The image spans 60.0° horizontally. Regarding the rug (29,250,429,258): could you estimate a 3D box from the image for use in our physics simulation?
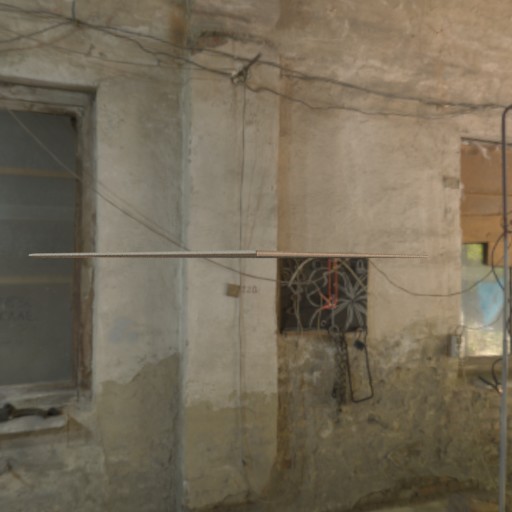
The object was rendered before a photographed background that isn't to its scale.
[{"bbox_3d":[0.000,0.000,2.750,1.525,0.020,2.081,0,-1,36],"label":"rug"}]
